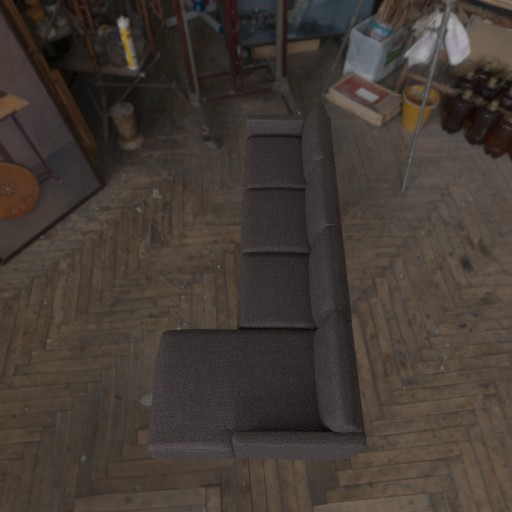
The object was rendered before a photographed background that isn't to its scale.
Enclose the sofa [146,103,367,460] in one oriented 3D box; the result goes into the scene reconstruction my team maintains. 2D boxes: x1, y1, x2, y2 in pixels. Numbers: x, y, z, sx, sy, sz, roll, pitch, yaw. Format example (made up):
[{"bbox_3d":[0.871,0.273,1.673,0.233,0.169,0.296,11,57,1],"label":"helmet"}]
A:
[{"bbox_3d":[0.000,0.000,3.869,1.483,0.892,3.221,1,57,1],"label":"sofa"}]
